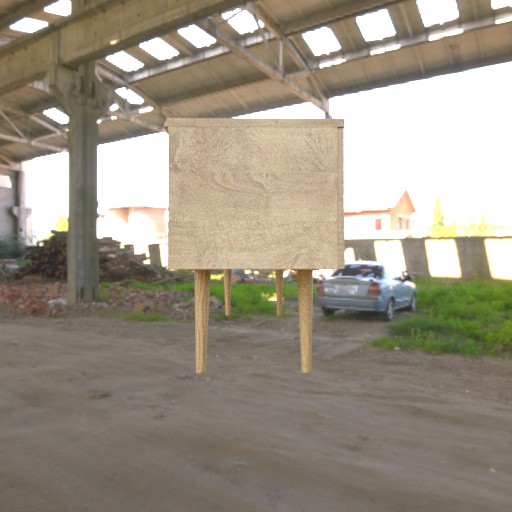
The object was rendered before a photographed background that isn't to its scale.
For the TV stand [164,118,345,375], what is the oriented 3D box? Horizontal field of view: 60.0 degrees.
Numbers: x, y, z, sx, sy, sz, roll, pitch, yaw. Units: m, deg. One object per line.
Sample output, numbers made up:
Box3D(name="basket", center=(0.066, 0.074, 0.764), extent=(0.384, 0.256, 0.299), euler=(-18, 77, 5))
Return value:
Box3D(name="TV stand", center=(0.000, 0.000, 1.585), extent=(0.401, 0.565, 1.313), euler=(0, -1, 0))
